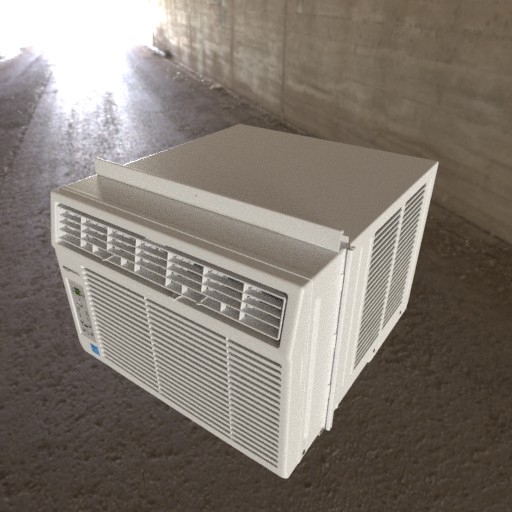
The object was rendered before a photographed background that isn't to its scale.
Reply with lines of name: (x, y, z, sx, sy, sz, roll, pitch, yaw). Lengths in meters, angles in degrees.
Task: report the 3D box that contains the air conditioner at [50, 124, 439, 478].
air conditioner: (0.000, 0.000, 0.869, 0.503, 0.388, 0.546, 20, 36, 30)
